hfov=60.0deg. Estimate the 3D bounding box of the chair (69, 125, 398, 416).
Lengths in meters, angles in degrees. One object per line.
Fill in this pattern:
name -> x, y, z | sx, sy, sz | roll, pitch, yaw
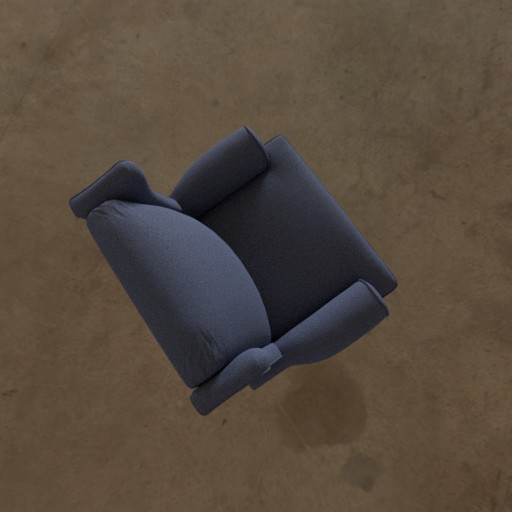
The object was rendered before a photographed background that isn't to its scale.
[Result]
chair -> 0.000, 0.000, 1.748 | 0.877, 1.020, 0.971 | -34, 78, -8
